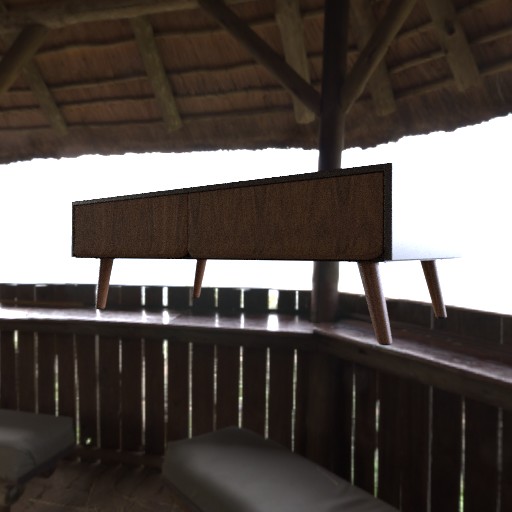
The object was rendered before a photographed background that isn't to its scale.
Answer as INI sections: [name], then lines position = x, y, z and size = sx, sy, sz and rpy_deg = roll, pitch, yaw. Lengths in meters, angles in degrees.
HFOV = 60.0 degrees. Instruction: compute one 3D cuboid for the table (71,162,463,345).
[table]
position = 0.000, 0.000, 1.557
size = 1.201, 0.404, 0.703
rpy_deg = 0, 1, 36
